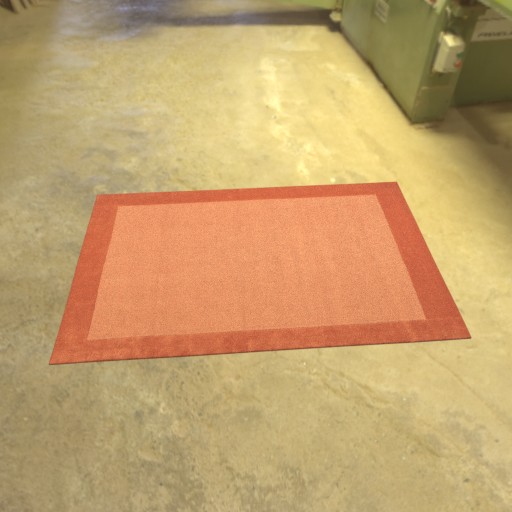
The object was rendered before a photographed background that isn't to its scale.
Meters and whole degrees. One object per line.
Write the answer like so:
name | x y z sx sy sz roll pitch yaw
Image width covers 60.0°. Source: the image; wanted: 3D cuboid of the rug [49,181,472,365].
rug | 0.000 0.000 3.070 2.438 0.014 1.524 -3 46 -3
